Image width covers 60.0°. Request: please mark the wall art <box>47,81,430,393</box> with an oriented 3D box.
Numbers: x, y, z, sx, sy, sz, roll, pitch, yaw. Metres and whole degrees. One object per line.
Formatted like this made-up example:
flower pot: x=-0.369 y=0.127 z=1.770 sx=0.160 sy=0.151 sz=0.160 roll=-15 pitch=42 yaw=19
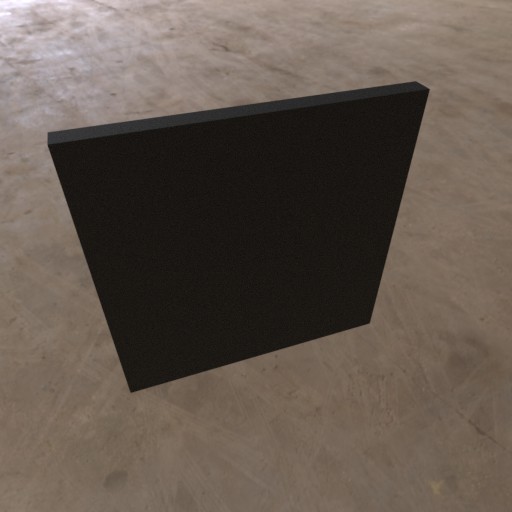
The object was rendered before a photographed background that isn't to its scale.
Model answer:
wall art: x=0.000 y=0.000 z=0.671 sx=0.462 sy=0.458 sz=0.030 roll=-13 pitch=43 yaw=-15
